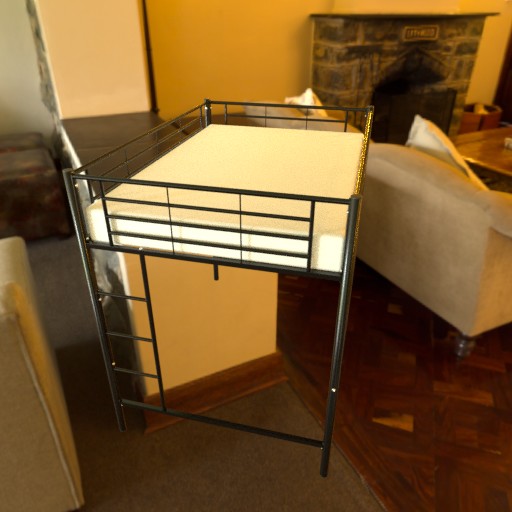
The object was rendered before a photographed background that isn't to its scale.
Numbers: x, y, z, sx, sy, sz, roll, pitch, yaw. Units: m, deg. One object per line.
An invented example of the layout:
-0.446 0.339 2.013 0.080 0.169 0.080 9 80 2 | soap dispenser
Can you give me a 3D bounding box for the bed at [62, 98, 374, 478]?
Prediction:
0.000 0.000 3.216 1.397 1.803 1.994 7 30 12 | bed
